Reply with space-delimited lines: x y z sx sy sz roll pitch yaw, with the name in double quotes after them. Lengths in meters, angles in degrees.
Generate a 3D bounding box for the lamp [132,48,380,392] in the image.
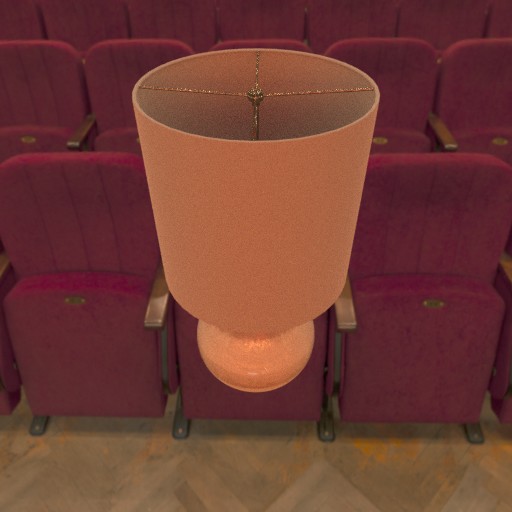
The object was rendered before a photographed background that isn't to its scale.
0.000 0.000 0.528 0.217 0.404 0.217 1 41 1 "lamp"
